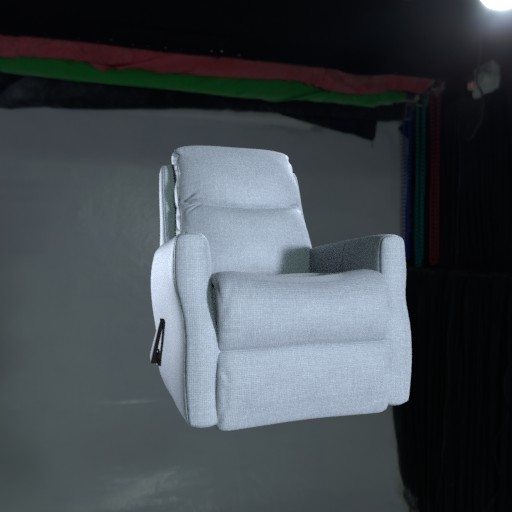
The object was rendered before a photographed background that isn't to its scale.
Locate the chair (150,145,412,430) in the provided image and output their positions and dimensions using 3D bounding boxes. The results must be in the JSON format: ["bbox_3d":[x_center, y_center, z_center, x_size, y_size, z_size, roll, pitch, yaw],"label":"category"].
[{"bbox_3d":[0.000,0.000,1.763,0.829,1.030,1.080,0,1,-17],"label":"chair"}]
